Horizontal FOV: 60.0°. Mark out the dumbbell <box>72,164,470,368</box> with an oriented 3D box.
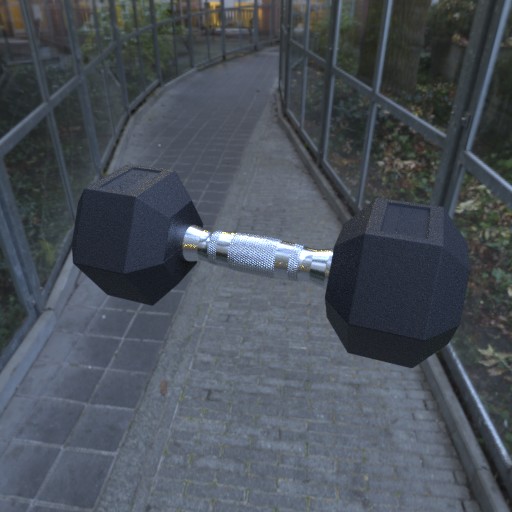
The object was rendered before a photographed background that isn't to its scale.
[{"bbox_3d":[0.000,0.000,0.319,0.272,0.092,0.106,11,33,17],"label":"dumbbell"}]
